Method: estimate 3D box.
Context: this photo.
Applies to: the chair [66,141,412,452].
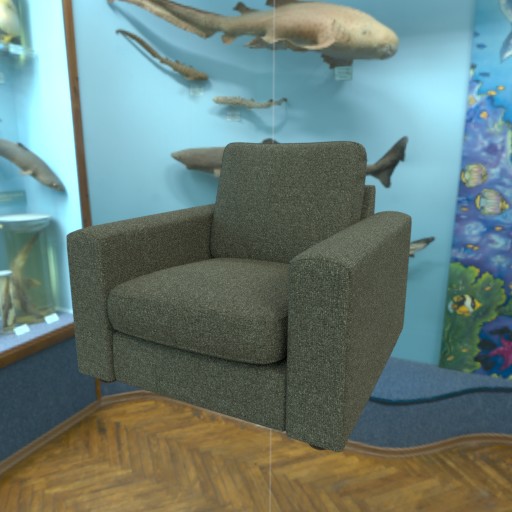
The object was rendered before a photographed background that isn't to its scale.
[{"bbox_3d":[0.000,0.000,1.723,1.005,0.873,1.016,7,15,26],"label":"chair"}]
